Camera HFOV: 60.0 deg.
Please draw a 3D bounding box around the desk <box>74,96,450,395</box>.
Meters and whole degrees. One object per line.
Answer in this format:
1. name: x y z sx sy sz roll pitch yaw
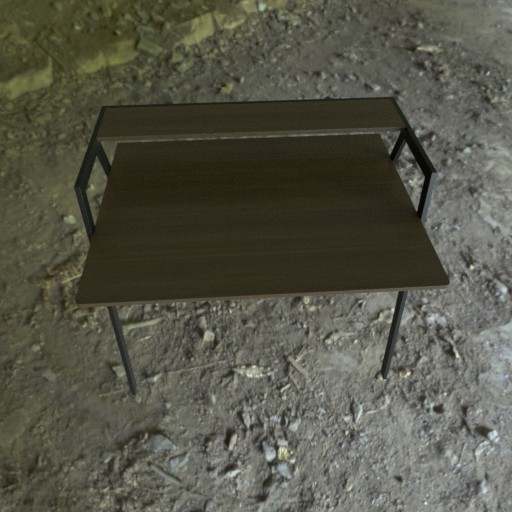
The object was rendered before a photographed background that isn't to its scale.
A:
1. desk: 0.000 0.000 1.850 1.143 0.998 0.936 -3 47 -3
